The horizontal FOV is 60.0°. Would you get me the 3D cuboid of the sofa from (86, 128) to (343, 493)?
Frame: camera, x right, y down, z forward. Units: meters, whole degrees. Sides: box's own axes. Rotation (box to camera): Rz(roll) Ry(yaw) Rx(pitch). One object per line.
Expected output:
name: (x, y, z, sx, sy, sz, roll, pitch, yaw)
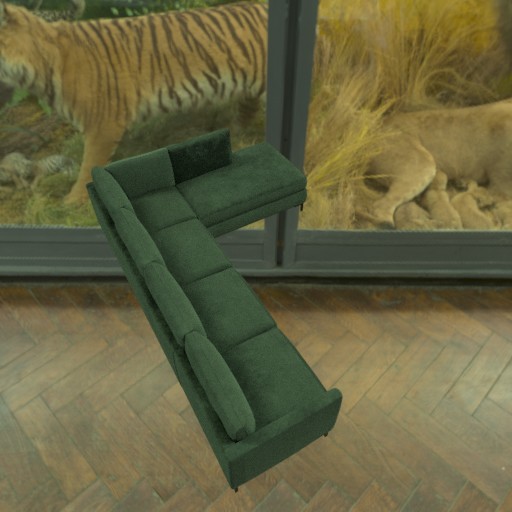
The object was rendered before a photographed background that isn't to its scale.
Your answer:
sofa: (0.000, 0.000, 3.172, 1.707, 0.687, 2.486, -23, 50, -20)
